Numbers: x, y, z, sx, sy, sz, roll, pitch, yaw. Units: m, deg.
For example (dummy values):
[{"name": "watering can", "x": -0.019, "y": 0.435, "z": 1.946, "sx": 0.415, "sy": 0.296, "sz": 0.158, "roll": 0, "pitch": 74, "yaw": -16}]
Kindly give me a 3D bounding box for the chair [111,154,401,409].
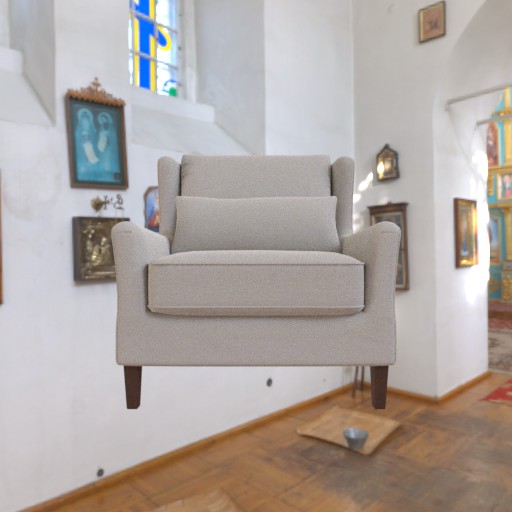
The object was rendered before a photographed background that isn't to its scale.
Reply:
[{"name": "chair", "x": 0.000, "y": 0.000, "z": 1.963, "sx": 0.982, "sy": 1.056, "sz": 1.040, "roll": 0, "pitch": -1, "yaw": 0}]
